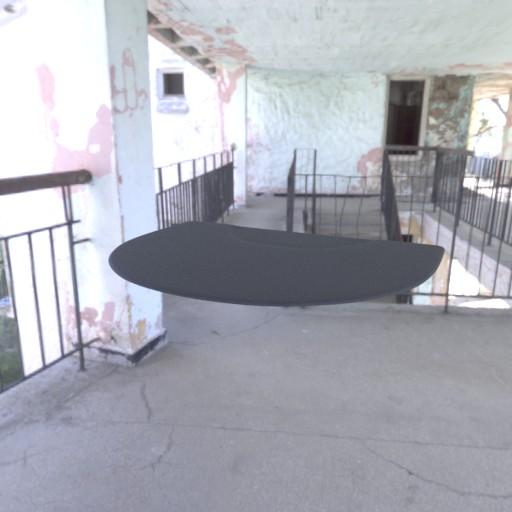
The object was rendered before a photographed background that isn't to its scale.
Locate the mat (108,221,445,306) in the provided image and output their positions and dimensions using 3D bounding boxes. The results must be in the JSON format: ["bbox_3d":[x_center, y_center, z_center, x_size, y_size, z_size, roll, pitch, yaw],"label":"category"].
[{"bbox_3d":[0.000,0.000,1.621,1.220,0.016,0.917,8,17,26],"label":"mat"}]
